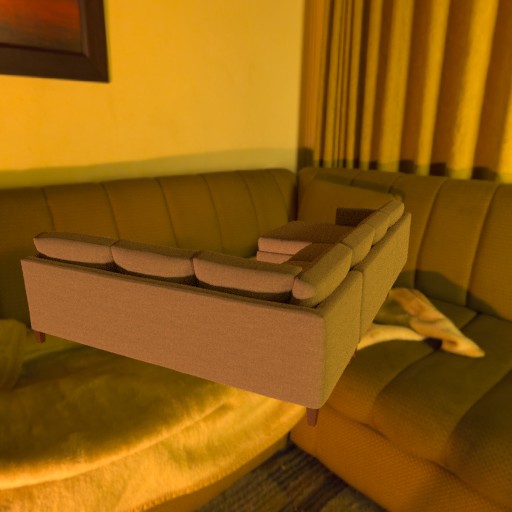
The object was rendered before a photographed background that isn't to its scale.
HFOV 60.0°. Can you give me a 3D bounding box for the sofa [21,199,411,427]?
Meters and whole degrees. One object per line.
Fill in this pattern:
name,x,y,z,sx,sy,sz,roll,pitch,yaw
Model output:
sofa,0.000,0.000,4.558,2.594,0.961,3.460,8,18,25
